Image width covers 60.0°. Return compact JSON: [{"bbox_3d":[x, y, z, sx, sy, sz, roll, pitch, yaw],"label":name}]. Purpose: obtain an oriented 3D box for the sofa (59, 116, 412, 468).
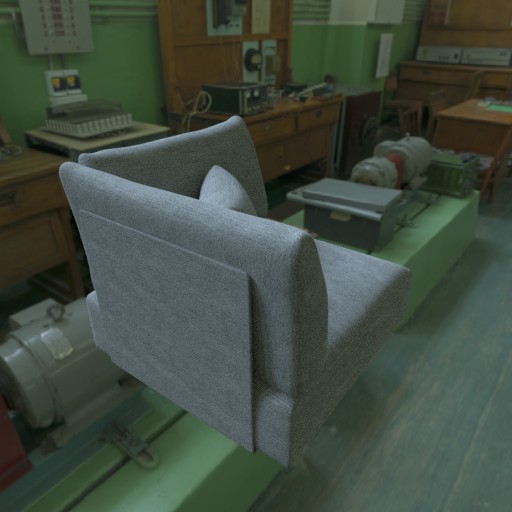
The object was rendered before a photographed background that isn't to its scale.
[{"bbox_3d":[0.000,0.000,1.729,1.000,0.820,1.000,20,34,32],"label":"sofa"}]
